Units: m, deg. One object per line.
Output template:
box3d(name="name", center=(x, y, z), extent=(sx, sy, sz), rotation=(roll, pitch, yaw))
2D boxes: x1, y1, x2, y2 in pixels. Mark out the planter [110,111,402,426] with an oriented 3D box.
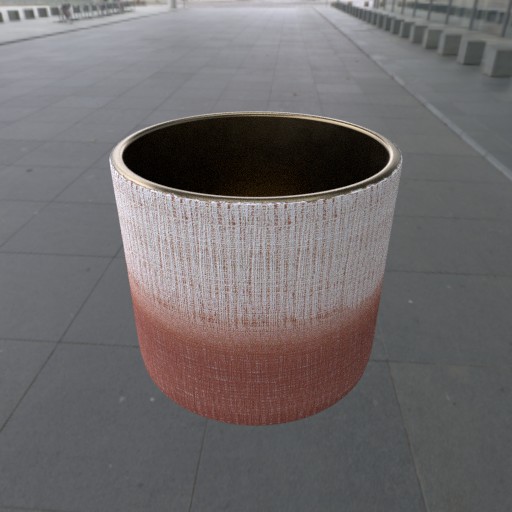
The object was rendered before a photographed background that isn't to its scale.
box3d(name="planter", center=(0.000, 0.000, 0.391), extent=(0.221, 0.201, 0.221), rotation=(0, 31, 0))
